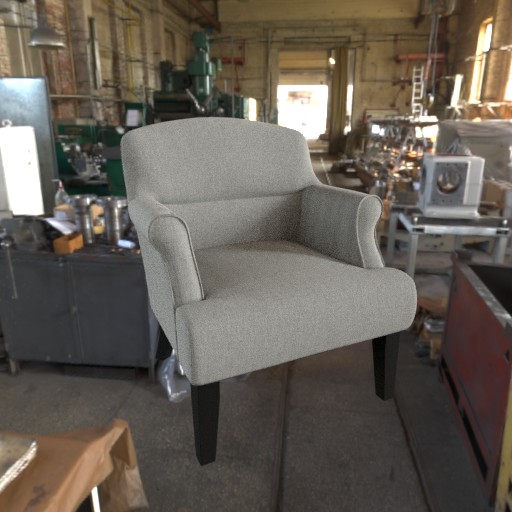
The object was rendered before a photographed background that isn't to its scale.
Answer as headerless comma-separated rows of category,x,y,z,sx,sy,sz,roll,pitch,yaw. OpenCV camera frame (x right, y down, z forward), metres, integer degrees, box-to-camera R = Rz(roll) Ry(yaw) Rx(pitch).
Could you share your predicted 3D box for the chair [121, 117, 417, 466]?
chair,0.000,0.000,1.466,0.772,0.880,0.755,-8,19,-26
